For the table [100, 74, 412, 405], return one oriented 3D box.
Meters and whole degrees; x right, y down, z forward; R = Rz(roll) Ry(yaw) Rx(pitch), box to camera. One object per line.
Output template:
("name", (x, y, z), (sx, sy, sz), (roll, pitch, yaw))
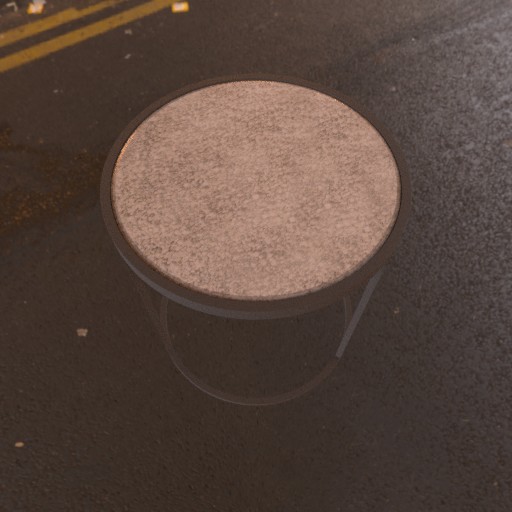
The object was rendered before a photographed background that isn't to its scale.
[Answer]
("table", (0.000, 0.000, 0.890), (0.470, 0.498, 0.470), (0, 58, 0))
